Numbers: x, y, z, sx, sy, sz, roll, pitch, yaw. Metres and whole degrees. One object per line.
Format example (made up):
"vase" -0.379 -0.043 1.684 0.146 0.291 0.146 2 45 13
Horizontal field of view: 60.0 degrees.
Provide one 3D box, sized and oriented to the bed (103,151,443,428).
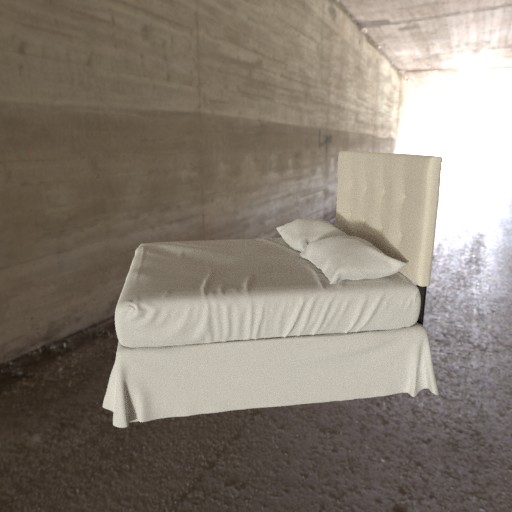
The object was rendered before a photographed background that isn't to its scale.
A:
"bed" 0.000 0.000 3.489 2.222 1.577 1.936 -2 15 -9
